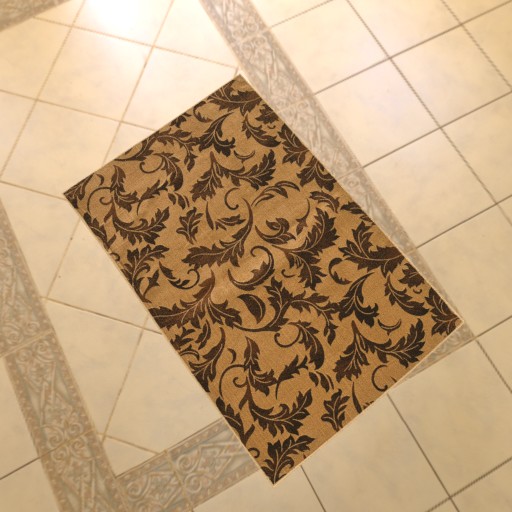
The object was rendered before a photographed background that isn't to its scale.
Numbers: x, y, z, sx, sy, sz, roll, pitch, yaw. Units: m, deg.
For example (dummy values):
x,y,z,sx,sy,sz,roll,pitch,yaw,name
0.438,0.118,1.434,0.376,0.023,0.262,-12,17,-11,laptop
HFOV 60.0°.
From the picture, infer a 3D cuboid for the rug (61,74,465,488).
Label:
x,y,z,sx,sy,sz,roll,pitch,yaw,name
0.000,0.000,2.846,1.522,0.008,2.284,-37,78,-9,rug
